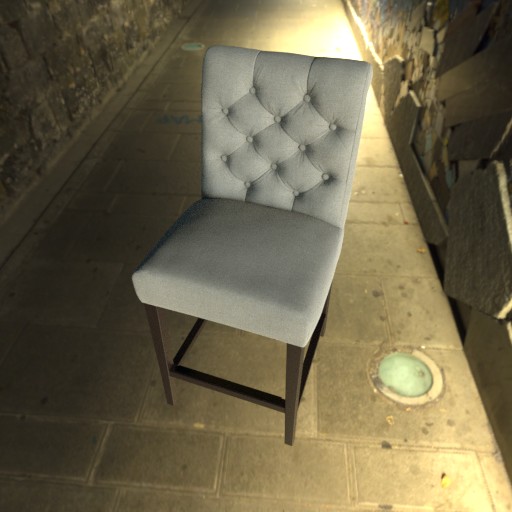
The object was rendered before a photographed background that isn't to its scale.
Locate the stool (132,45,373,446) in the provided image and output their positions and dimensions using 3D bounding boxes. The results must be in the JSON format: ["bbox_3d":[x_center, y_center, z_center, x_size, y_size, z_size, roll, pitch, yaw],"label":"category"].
[{"bbox_3d":[0.000,0.000,1.354,0.493,1.040,0.601,13,43,15],"label":"stool"}]
